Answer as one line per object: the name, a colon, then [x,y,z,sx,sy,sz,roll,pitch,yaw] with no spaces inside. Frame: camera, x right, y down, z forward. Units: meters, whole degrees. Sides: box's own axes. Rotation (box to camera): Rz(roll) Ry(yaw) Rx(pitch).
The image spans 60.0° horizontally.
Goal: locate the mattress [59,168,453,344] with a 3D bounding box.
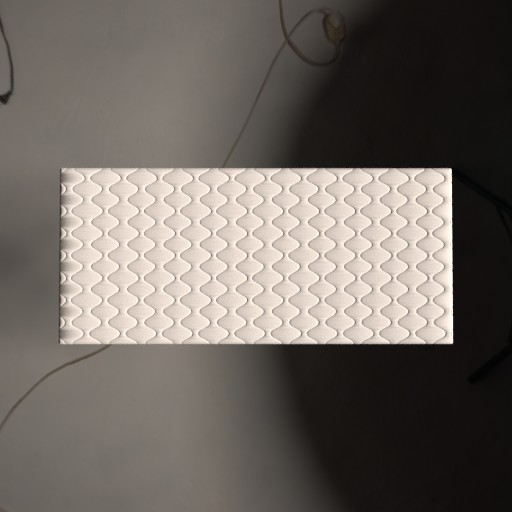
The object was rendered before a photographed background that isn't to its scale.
mattress: [0.000,0.000,2.317,2.000,0.200,0.900,0,89,0]
